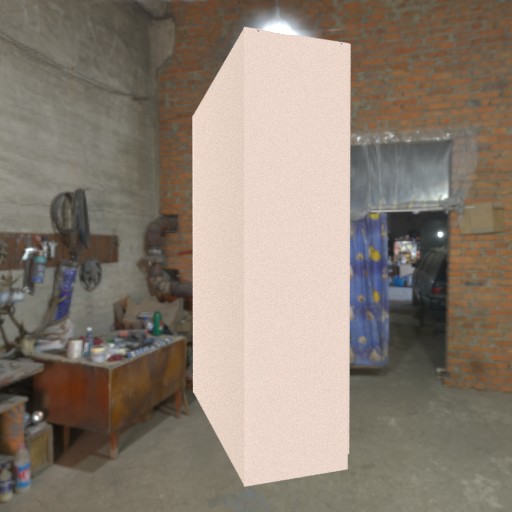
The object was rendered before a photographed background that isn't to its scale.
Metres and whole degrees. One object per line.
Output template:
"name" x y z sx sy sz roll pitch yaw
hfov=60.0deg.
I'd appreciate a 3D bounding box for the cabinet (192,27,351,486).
"cabinet" 0.000 0.000 2.533 0.510 1.910 1.290 0 1 -18
